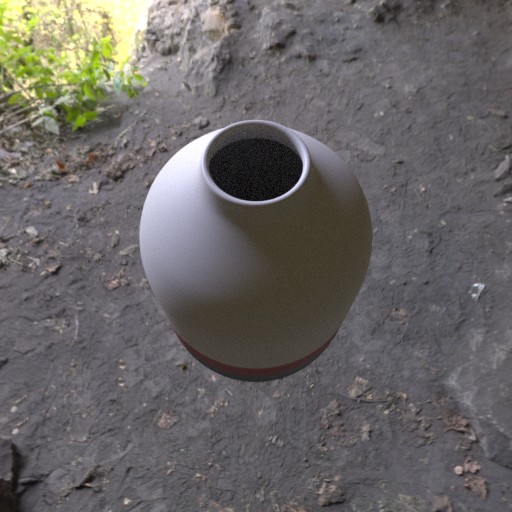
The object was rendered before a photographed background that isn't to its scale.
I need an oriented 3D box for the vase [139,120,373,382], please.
[{"bbox_3d":[0.000,0.000,0.358,0.169,0.237,0.169,0,62,0],"label":"vase"}]
